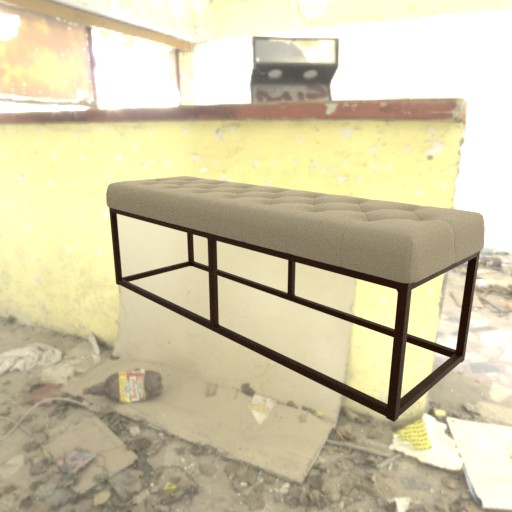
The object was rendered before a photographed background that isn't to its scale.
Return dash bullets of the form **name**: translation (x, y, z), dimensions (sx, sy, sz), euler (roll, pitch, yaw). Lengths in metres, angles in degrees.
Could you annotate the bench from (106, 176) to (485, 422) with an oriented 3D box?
- **bench**: translation (0.000, 0.000, 1.708), dimensions (0.479, 0.488, 1.488), euler (-15, 22, -42)
